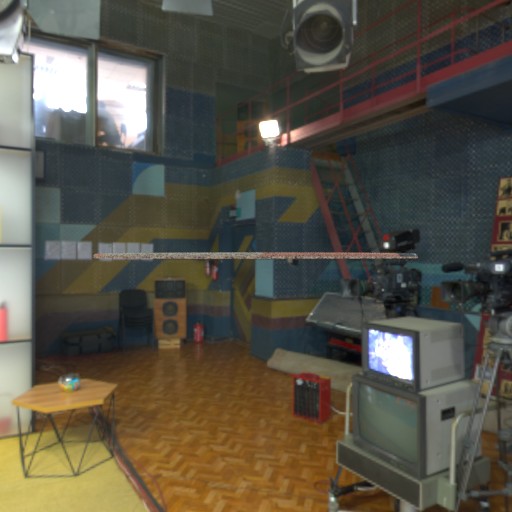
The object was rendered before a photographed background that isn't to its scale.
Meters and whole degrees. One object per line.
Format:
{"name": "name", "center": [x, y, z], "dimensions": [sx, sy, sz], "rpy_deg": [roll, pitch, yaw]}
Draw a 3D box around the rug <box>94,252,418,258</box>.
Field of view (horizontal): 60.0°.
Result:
{"name": "rug", "center": [0.000, 0.000, 3.570], "dimensions": [2.461, 0.033, 2.461], "rpy_deg": [0, 0, 0]}
